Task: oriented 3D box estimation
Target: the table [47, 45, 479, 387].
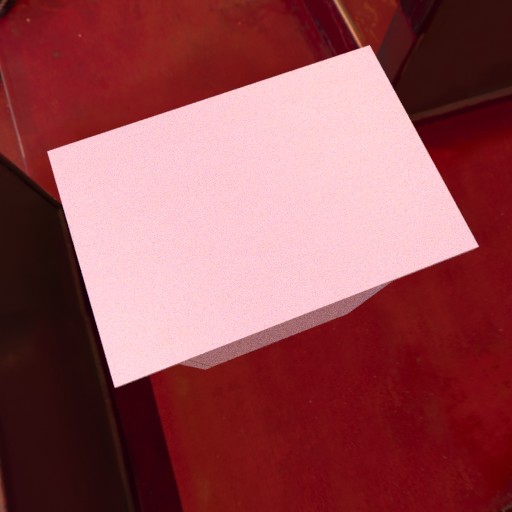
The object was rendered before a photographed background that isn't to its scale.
[{"bbox_3d":[0.000,0.000,1.057,0.589,0.711,0.406,-20,75,-6],"label":"table"}]
